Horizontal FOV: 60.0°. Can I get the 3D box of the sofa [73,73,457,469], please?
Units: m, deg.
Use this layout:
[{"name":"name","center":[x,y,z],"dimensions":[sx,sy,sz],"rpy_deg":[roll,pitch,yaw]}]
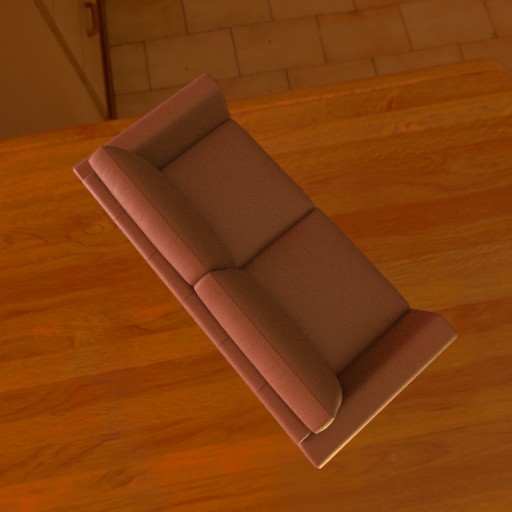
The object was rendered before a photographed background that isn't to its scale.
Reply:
[{"name":"sofa","center":[0.000,0.000,2.467],"dimensions":[0.953,0.875,2.017],"rpy_deg":[-40,79,-10]}]
